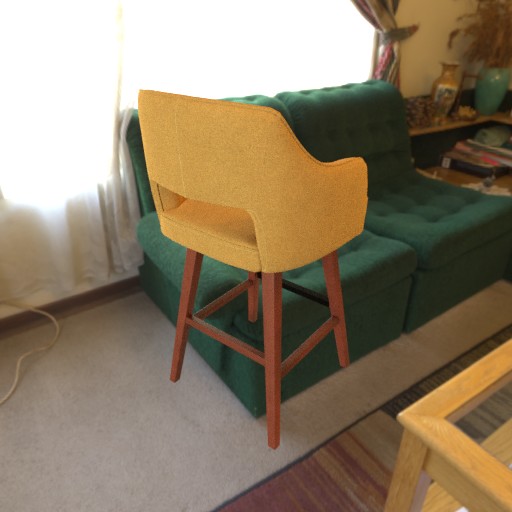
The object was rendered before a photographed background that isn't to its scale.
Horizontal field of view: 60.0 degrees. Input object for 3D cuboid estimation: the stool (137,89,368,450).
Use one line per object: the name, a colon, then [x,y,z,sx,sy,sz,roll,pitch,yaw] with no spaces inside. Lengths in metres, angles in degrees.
stool: [0.000,0.000,1.371,0.548,1.012,0.558,21,35,33]
